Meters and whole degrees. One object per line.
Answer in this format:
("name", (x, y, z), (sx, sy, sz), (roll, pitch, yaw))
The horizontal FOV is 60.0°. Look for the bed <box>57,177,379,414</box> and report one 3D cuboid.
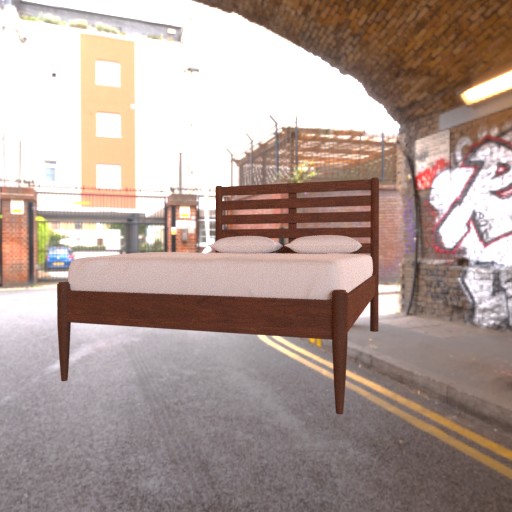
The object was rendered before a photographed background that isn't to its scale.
("bed", (0.000, 0.000, 3.052), (1.509, 1.304, 2.093), (0, 1, 19))
